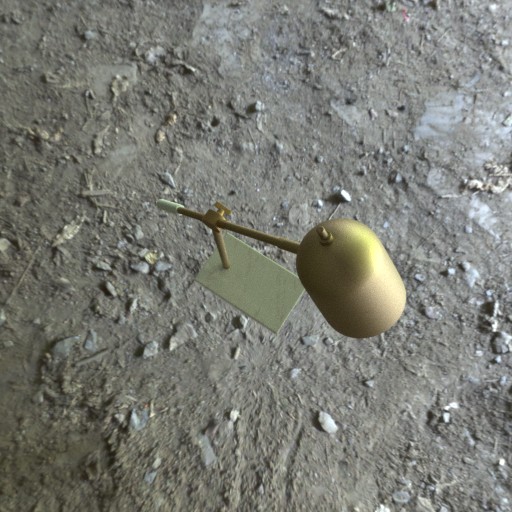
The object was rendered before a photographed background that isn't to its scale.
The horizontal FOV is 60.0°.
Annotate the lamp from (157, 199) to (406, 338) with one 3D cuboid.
[{"bbox_3d":[0.000,0.000,0.803,0.471,0.603,0.144,32,78,8],"label":"lamp"}]
